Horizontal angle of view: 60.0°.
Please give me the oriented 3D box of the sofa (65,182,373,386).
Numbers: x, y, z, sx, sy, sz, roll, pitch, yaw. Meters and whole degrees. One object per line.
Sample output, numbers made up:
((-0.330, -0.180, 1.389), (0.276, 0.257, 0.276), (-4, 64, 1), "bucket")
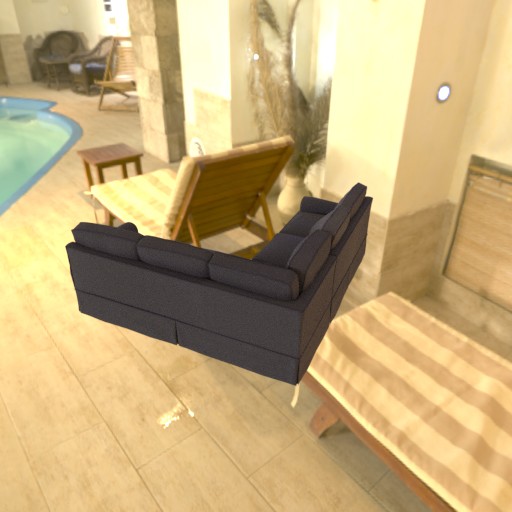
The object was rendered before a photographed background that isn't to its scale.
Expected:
((0.000, 0.000, 5.141), (3.773, 1.169, 2.874), (-19, 35, -29), "sofa")
